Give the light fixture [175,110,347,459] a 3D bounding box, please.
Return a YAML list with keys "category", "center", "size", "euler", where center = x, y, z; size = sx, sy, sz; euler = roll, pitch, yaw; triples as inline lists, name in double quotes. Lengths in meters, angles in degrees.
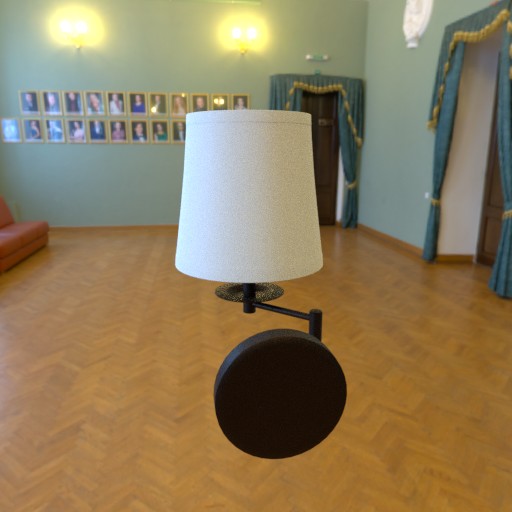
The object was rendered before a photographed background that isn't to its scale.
- category: "light fixture"
  center: [0.000, 0.000, 0.276]
  size: [0.100, 0.172, 0.157]
  euler: [-2, 13, -9]
